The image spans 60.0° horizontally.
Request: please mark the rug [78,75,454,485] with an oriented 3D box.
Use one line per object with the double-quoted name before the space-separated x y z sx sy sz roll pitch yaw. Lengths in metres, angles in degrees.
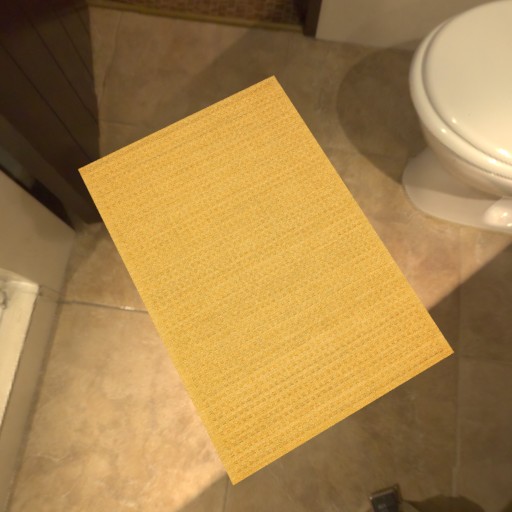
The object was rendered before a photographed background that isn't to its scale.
"rug" 0.000 0.000 3.709 1.981 0.006 2.895 -28 77 -7
